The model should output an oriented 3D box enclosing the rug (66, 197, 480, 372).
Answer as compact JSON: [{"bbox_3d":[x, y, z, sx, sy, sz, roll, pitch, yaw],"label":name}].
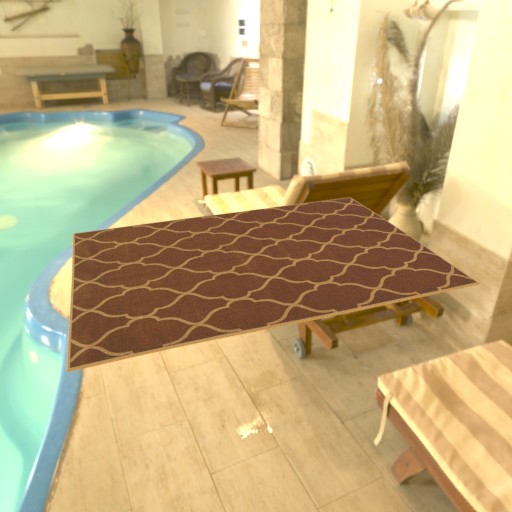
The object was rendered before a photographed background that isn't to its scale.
[{"bbox_3d":[0.000,0.000,2.914,2.290,0.014,1.526,-9,29,-17],"label":"rug"}]
